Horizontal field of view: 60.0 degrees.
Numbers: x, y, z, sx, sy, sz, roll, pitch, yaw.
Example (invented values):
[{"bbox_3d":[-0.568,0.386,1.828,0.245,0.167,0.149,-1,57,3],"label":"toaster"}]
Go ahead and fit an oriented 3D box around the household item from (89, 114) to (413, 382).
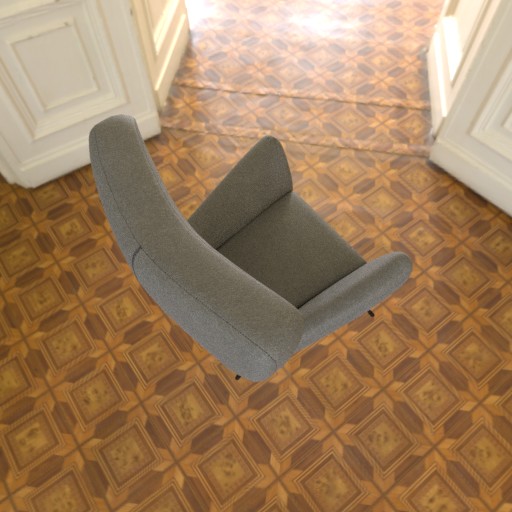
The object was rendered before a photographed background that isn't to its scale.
[{"bbox_3d":[0.000,0.000,1.744,0.900,1.050,0.980,-33,65,-18],"label":"household item"}]
